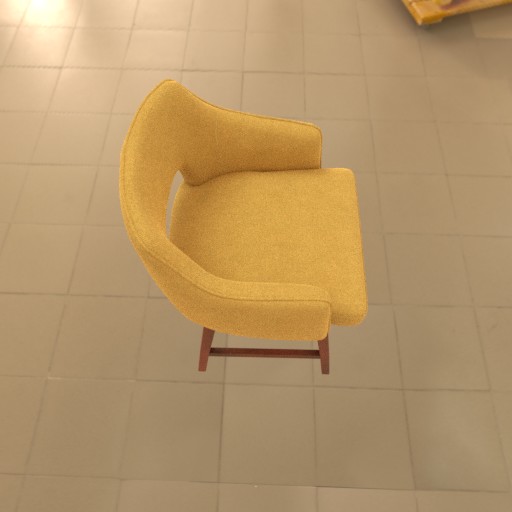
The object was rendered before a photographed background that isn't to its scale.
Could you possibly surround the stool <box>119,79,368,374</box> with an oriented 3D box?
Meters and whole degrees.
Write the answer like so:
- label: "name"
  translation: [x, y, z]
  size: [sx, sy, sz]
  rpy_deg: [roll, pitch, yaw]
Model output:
- label: "stool"
  translation: [0.000, 0.000, 1.287]
  size: [0.558, 0.924, 0.548]
  rpy_deg: [1, 63, 1]
